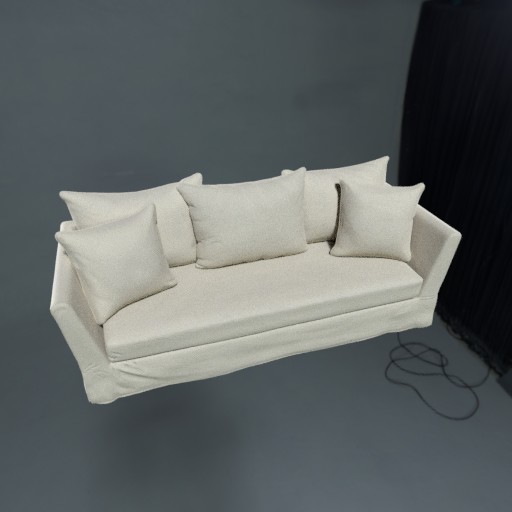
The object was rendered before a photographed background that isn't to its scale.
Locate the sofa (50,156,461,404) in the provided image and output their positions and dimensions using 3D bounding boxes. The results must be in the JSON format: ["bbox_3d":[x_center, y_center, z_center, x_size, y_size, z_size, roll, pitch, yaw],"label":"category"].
[{"bbox_3d":[0.000,0.000,3.060,2.499,1.047,1.046,-10,33,-15],"label":"sofa"}]
